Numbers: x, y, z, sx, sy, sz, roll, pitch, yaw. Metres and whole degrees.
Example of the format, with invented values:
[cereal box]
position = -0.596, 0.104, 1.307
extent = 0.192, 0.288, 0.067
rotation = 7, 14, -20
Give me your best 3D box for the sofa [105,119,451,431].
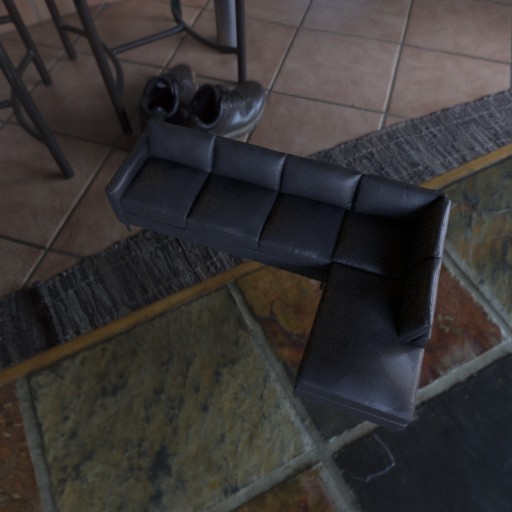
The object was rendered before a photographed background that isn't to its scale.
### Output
[sofa]
position = 0.000, 0.000, 3.847
extent = 2.984, 0.877, 1.938
rotation = 17, 60, 10
